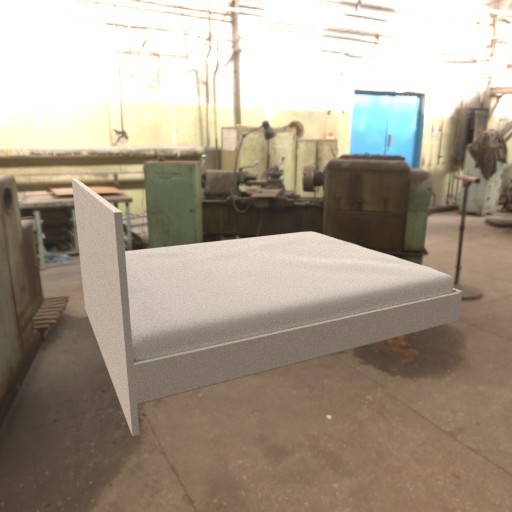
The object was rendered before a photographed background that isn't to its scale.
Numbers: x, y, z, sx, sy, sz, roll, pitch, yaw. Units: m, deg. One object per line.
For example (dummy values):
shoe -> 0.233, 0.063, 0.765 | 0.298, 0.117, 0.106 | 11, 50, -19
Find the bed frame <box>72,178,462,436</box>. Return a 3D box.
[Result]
bed frame -> 0.000, 0.000, 3.034 | 2.100, 1.001, 1.711 | -7, 16, -26
